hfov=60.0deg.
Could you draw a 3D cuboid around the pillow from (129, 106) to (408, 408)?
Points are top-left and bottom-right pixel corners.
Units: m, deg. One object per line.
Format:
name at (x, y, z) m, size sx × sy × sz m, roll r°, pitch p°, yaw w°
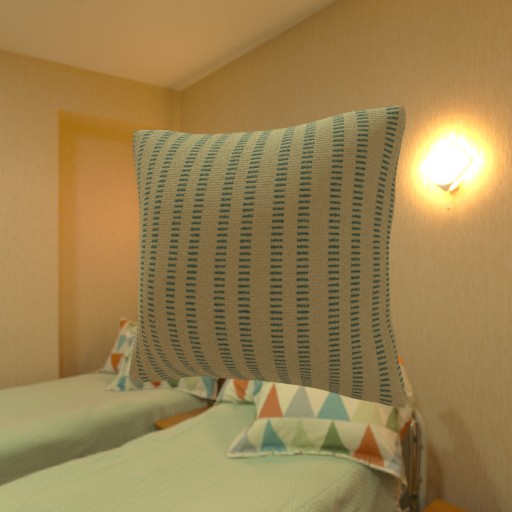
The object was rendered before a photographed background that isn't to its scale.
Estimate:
pillow at (0.000, 0.000, 0.677) m, size 0.438 × 0.419 × 0.247 m, roll 0°, pitch 0°, yaw 18°
